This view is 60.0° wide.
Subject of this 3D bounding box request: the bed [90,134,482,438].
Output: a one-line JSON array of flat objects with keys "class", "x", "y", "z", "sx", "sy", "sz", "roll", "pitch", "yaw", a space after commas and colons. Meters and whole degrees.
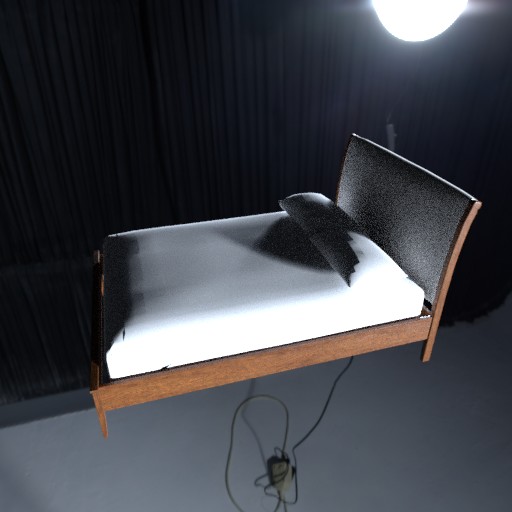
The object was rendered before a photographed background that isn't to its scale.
[{"class": "bed", "x": 0.000, "y": 0.000, "z": 3.275, "sx": 2.380, "sy": 1.250, "sz": 1.612, "roll": -9, "pitch": 31, "yaw": -15}]
